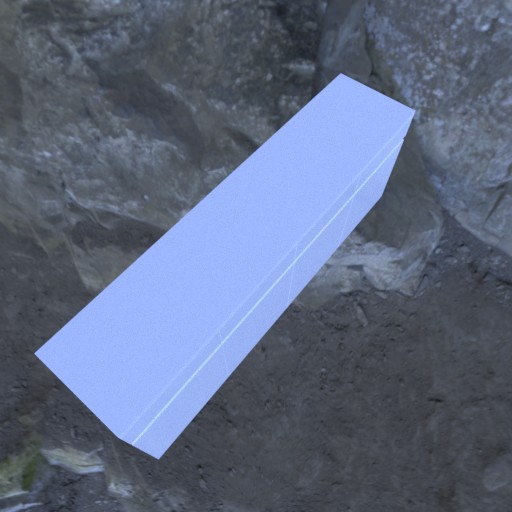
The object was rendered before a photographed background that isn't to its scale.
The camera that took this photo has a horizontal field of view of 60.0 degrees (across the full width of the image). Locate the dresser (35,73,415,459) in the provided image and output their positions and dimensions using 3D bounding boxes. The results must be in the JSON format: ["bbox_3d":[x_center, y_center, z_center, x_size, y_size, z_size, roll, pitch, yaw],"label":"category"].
[{"bbox_3d":[0.000,0.000,2.489,0.500,0.840,2.200,35,66,18],"label":"dresser"}]
